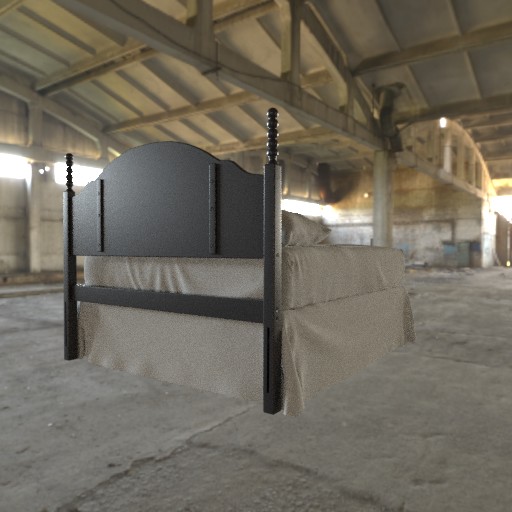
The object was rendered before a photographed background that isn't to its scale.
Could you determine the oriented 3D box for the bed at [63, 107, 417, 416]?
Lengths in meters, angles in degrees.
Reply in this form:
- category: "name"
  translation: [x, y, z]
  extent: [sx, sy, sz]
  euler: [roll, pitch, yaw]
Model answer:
- category: "bed"
  translation: [0.000, 0.000, 3.238]
  extent: [1.873, 1.356, 2.040]
  euler: [1, 1, 36]
